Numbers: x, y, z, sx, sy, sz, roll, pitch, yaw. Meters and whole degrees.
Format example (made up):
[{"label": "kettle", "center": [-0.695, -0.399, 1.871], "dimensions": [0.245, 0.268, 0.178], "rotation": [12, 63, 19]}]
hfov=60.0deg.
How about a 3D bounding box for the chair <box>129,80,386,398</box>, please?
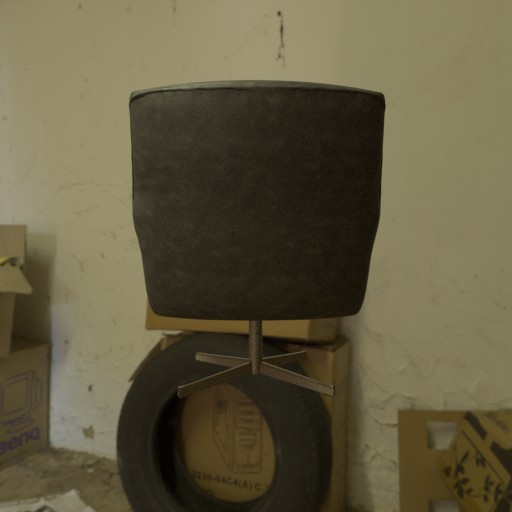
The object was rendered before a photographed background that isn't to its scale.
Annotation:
[{"label": "chair", "center": [0.000, 0.000, 1.500], "dimensions": [0.738, 0.870, 0.874], "rotation": [0, 0, -1]}]
